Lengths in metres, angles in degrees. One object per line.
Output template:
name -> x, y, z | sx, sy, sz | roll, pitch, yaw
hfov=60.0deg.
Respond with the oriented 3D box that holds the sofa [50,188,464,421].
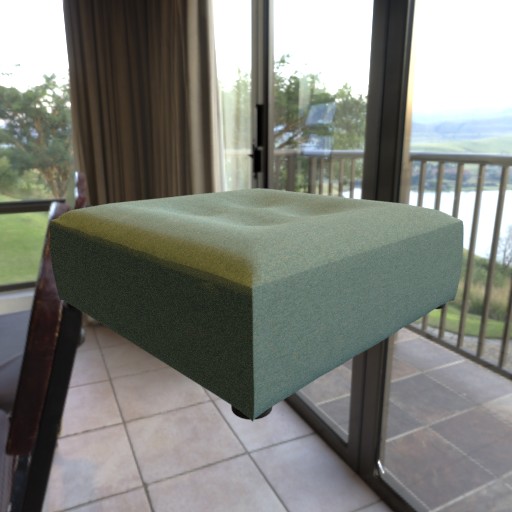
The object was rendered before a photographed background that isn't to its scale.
sofa -> 0.000, 0.000, 1.412 | 0.930, 0.330, 0.930 | -14, 20, -43
